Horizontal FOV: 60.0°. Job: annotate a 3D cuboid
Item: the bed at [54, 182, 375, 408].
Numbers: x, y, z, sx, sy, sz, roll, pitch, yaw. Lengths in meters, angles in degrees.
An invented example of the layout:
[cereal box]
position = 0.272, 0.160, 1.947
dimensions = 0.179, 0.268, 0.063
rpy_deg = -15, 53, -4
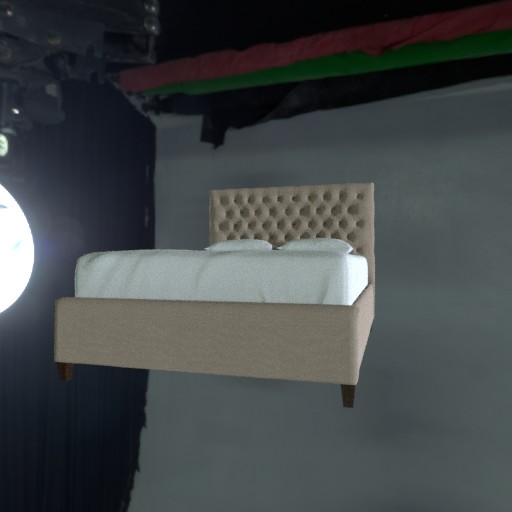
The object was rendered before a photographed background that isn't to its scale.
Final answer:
[bed]
position = 0.000, 0.000, 3.392
dimensions = 1.698, 1.427, 2.387
rpy_deg = 0, -1, 17
